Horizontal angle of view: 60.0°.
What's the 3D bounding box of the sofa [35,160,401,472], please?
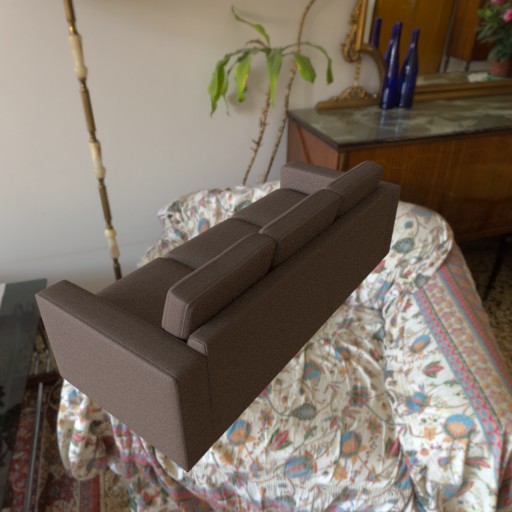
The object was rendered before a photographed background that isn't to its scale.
[{"bbox_3d":[0.000,0.000,2.574,0.900,0.806,2.160,21,37,30],"label":"sofa"}]
